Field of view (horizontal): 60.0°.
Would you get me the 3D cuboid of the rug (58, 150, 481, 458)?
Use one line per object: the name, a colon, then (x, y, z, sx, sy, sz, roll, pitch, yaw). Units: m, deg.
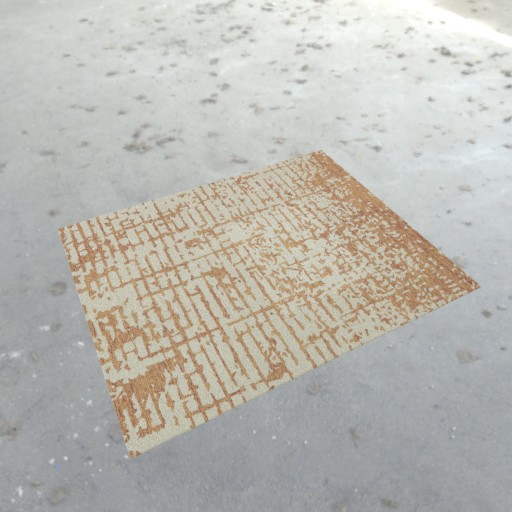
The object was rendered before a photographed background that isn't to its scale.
rug: (0.000, 0.000, 4.029, 3.050, 0.011, 2.441, -20, 49, -19)
